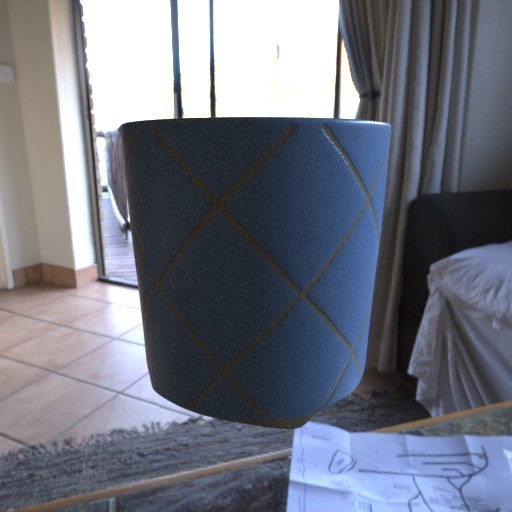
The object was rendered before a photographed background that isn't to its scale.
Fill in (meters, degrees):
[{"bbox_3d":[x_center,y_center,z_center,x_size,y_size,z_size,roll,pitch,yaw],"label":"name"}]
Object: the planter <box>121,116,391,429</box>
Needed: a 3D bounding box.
[{"bbox_3d":[0.000,0.000,0.415,0.227,0.235,0.227,0,14,0],"label":"planter"}]
